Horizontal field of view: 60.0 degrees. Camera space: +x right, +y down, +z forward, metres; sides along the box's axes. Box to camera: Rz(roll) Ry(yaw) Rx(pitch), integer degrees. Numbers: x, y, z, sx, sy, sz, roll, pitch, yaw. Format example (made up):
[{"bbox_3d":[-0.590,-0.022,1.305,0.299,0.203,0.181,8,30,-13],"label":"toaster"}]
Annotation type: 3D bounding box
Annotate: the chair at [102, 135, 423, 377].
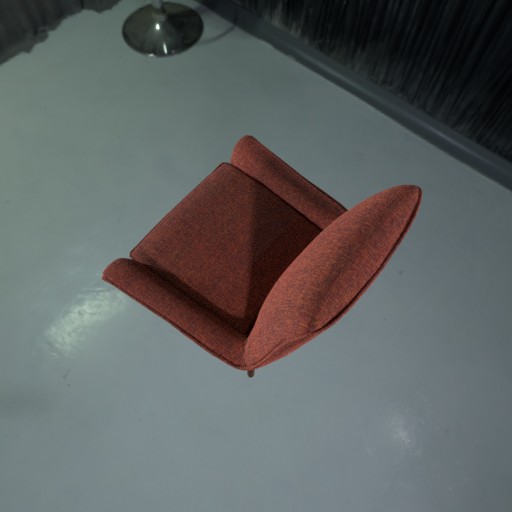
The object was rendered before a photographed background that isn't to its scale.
[{"bbox_3d":[0.000,0.000,1.562,0.784,0.911,0.803,36,69,16],"label":"chair"}]
